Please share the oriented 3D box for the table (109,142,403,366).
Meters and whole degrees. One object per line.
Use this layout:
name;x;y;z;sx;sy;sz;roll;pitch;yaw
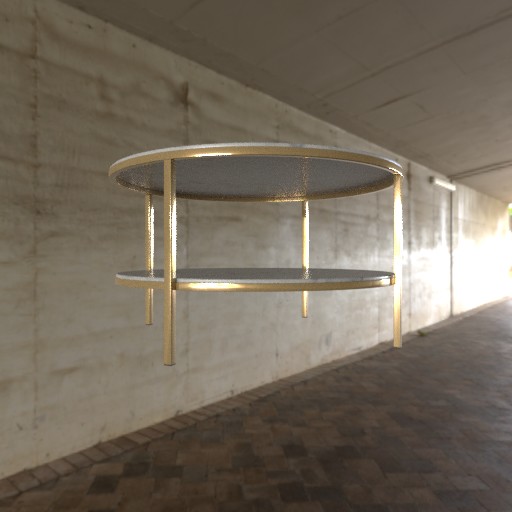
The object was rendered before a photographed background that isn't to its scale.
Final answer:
table;0.000;0.000;1.269;0.800;0.450;0.800;0;0;0
